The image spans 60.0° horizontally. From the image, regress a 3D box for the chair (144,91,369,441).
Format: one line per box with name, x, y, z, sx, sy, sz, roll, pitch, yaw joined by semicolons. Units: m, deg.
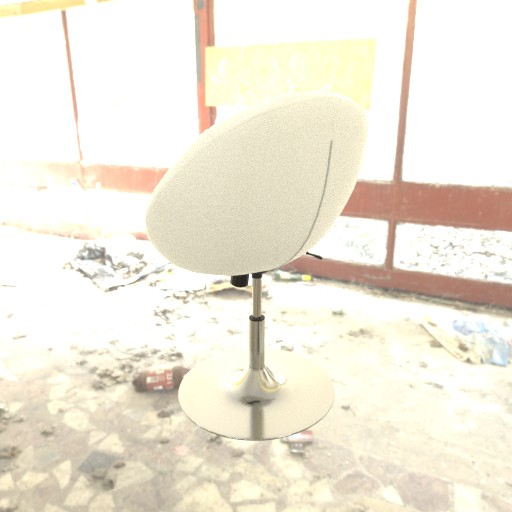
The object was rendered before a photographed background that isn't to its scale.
chair;0.000;0.000;1.837;0.940;1.261;0.736;-15;23;-40
